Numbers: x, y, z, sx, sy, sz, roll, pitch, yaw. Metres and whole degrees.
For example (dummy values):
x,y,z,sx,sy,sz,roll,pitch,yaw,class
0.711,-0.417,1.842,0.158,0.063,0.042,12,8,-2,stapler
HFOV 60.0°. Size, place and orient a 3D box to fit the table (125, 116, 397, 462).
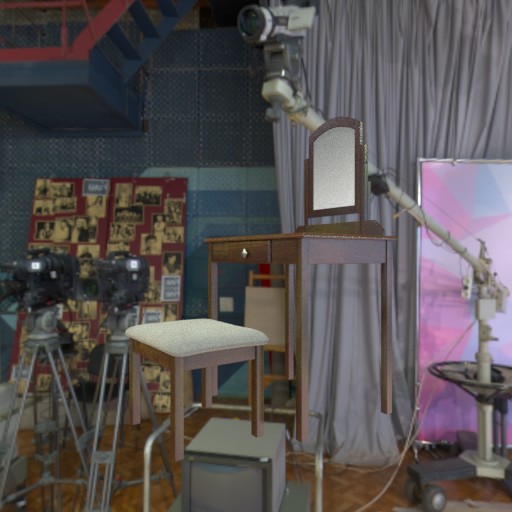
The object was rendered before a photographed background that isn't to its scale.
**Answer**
x,y,z,sx,sy,sz,roll,pitch,yaw,class
0.000,0.000,2.298,1.211,1.631,0.876,0,0,-36,table
